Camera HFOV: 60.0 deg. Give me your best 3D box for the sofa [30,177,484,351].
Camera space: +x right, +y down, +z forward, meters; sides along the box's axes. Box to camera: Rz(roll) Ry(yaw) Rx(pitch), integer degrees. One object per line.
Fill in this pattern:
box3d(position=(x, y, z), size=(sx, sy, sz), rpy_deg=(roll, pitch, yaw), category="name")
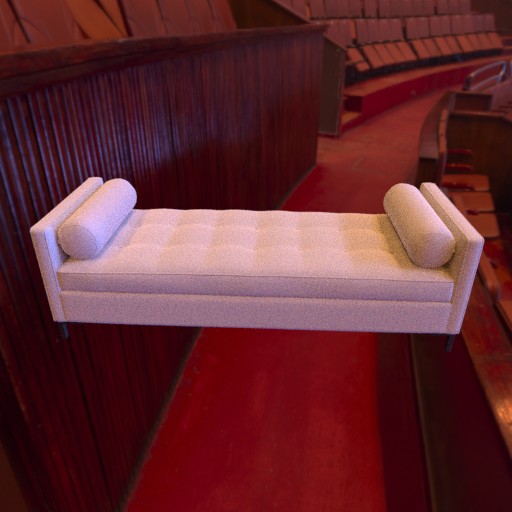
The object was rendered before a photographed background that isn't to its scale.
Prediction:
box3d(position=(0.000, 0.000, 2.366), size=(1.985, 0.641, 0.746), rpy_deg=(1, 29, 3), category="sofa")
